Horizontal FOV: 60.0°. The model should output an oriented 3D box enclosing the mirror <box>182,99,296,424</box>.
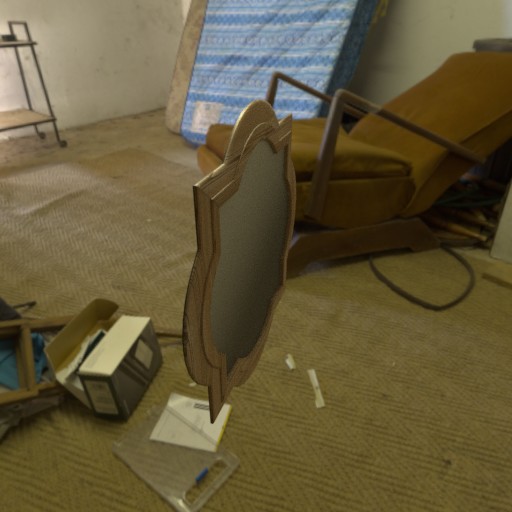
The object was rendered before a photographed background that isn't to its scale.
[{"bbox_3d":[0.000,0.000,1.048,0.019,0.686,0.686,10,31,17],"label":"mirror"}]
